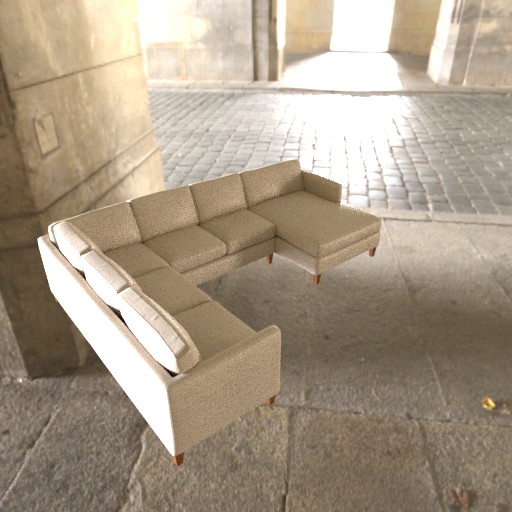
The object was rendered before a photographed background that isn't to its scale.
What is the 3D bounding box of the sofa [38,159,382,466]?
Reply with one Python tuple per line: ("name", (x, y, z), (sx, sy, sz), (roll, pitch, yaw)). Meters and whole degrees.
("sofa", (0.000, 0.000, 4.515), (3.460, 0.961, 2.594), (-22, 36, -33))
